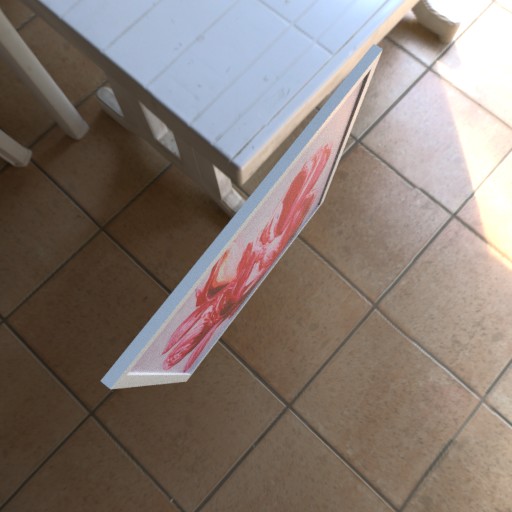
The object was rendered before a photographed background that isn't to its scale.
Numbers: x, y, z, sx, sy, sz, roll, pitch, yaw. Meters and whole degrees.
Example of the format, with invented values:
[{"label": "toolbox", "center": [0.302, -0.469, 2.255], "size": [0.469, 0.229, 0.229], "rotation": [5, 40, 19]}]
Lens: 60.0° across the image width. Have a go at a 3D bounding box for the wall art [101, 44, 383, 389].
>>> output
[{"label": "wall art", "center": [0.000, 0.000, 1.182], "size": [0.022, 0.803, 0.805], "rotation": [36, 78, 9]}]
